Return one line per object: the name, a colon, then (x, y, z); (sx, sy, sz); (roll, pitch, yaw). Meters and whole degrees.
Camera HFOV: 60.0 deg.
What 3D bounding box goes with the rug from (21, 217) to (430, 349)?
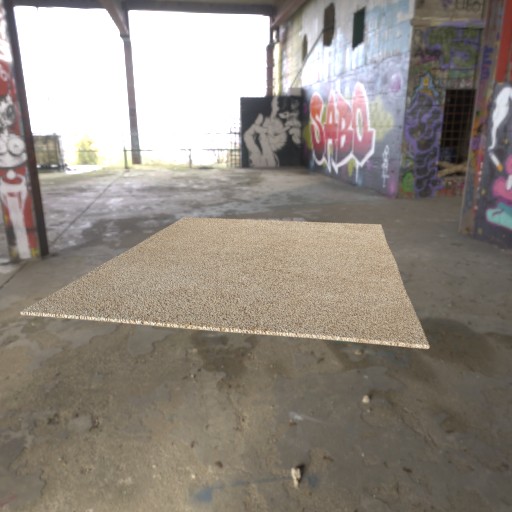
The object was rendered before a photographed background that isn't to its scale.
rug: (0.000, 0.000, 3.938); (2.400, 0.025, 3.000); (3, 17, 10)
